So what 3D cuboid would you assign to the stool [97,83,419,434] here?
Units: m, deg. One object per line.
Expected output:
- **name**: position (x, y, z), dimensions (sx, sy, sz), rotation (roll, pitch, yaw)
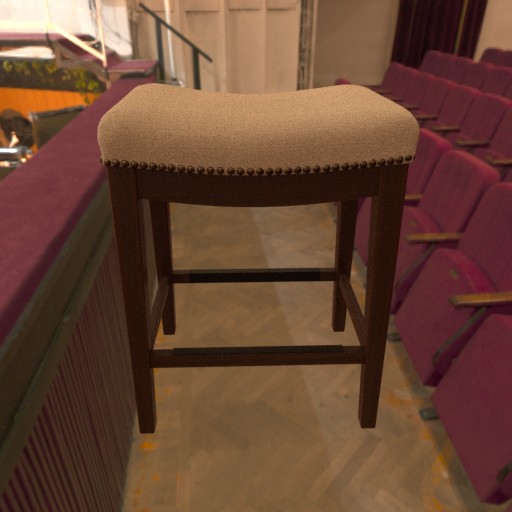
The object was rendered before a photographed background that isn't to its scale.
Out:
- **stool**: position (0.000, 0.000, 0.953), dimensions (0.509, 0.669, 0.363), rotation (-1, 29, -1)
